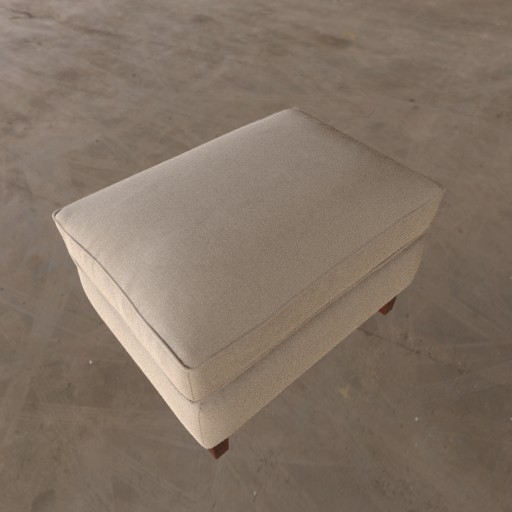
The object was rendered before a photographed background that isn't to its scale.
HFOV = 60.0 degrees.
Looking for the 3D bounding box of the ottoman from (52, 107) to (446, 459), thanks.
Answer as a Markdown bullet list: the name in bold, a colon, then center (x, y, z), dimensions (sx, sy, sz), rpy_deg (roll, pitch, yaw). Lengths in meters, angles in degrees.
- **ottoman**: center (0.000, 0.000, 0.992), dimensions (0.665, 0.456, 0.501), rpy_deg (-32, 54, -27)
